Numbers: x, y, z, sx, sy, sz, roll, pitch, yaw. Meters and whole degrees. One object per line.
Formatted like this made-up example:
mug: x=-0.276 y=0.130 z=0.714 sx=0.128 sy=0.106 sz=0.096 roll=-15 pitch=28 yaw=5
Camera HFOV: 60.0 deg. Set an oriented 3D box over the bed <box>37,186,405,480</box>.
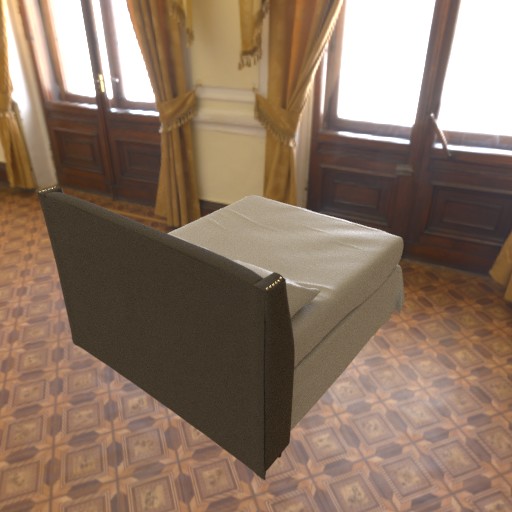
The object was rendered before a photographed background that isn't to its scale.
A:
bed: x=0.000 y=0.000 z=3.472 sx=1.925 sy=1.332 sz=2.276 roll=21 pitch=35 yaw=33
